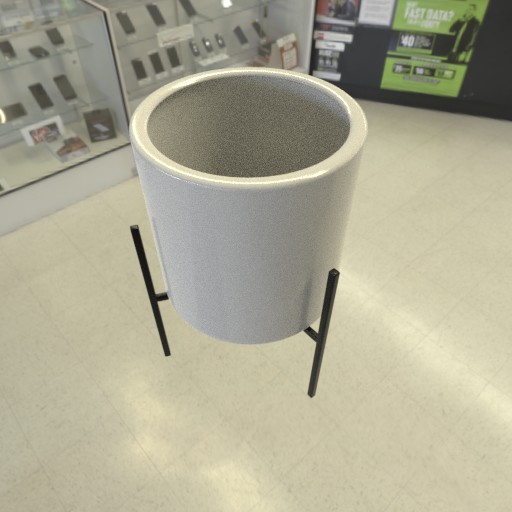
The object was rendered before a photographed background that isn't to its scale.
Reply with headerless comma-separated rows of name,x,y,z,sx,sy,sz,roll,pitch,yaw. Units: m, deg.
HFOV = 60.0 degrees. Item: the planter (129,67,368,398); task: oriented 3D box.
planter,0.000,0.000,0.530,0.239,0.356,0.239,-30,53,-26
